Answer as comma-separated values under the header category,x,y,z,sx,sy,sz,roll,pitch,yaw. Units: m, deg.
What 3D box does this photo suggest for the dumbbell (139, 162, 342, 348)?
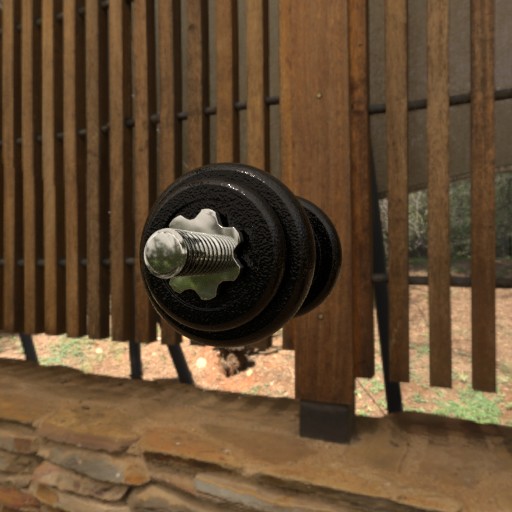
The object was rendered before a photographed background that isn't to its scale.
category,x,y,z,sx,sy,sz,roll,pitch,yaw
dumbbell,0.000,0.000,0.596,0.202,0.202,0.497,0,-1,18
